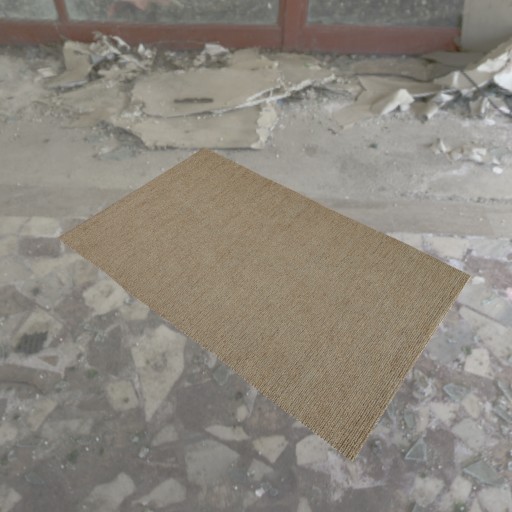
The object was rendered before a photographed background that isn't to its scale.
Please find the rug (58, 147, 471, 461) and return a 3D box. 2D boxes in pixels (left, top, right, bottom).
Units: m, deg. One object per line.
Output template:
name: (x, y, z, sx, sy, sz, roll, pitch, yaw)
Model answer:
rug: (0.000, 0.000, 3.060, 2.439, 0.011, 1.533, 30, 53, 26)
